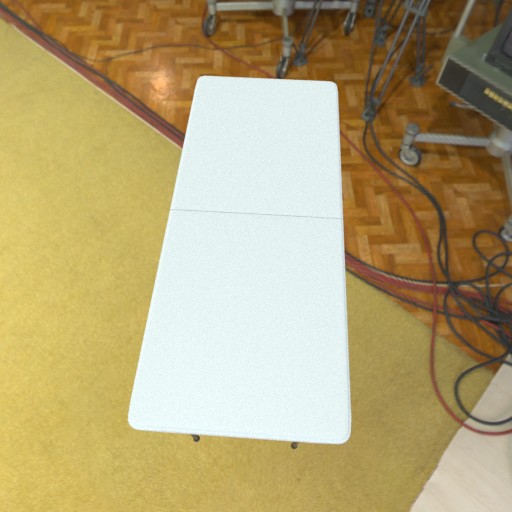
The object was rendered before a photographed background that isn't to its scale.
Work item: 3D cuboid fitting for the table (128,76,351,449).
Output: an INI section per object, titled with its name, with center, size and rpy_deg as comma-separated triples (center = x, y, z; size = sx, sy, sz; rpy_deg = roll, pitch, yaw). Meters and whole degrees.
[table]
center = 0.000, 0.000, 2.247
size = 0.761, 0.719, 1.829
rpy_deg = 3, 59, 2
